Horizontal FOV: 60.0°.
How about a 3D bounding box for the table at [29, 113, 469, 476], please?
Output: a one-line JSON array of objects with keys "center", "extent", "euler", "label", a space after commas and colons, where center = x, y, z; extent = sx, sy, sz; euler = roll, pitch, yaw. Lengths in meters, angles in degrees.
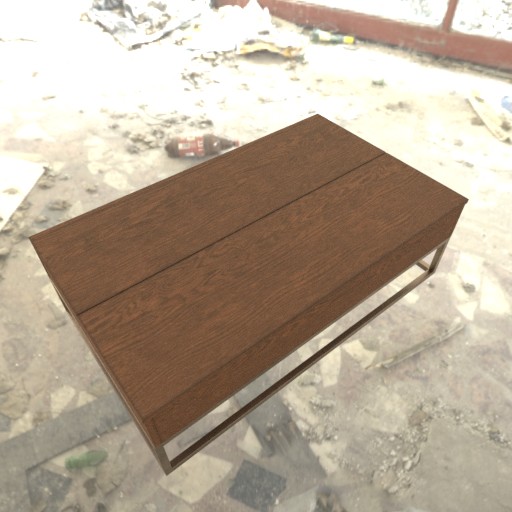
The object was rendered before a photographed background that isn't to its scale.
[{"center": [0.000, 0.000, 1.492], "extent": [1.167, 0.361, 0.719], "euler": [-30, 53, -25], "label": "table"}]
